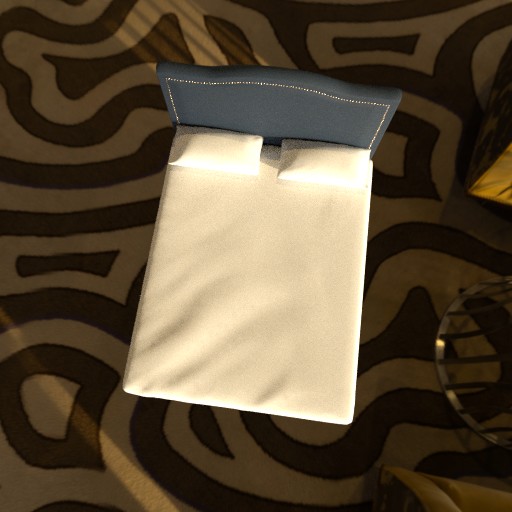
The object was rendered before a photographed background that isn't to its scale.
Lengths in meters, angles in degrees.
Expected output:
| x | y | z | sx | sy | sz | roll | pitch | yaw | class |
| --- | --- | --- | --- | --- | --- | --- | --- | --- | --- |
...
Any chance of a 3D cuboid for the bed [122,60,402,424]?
| x | y | z | sx | sy | sz | roll | pitch | yaw | class |
| --- | --- | --- | --- | --- | --- | --- | --- | --- | --- |
| 0.000 | 0.000 | 3.367 | 1.821 | 1.436 | 2.282 | 8 | 75 | 2 | bed |
